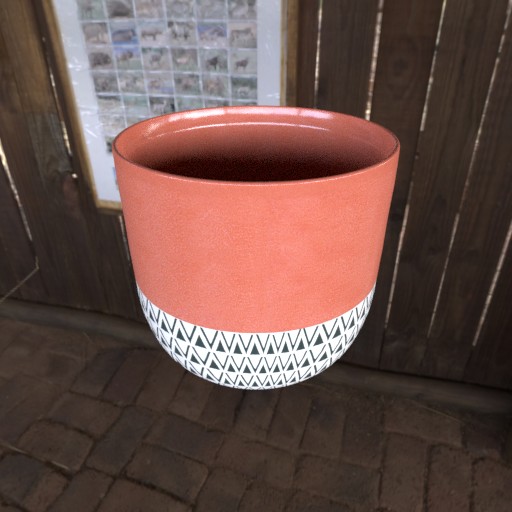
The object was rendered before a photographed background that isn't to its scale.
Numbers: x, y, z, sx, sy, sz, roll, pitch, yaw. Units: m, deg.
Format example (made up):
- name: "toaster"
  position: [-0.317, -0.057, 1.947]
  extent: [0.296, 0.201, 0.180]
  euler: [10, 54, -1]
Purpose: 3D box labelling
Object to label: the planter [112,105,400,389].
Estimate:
- name: "planter"
  position: [0.000, 0.000, 0.491]
  extent: [0.266, 0.270, 0.266]
  euler: [0, 30, 0]
